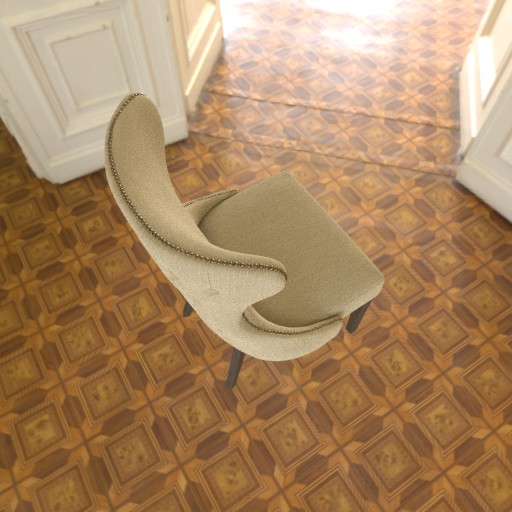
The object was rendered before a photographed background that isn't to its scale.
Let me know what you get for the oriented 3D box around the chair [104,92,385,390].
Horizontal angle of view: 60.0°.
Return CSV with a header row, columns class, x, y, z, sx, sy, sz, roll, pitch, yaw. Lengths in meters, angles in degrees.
class,x,y,z,sx,sy,sz,roll,pitch,yaw
chair,0.000,0.000,1.360,0.635,0.967,0.628,-29,63,-17
